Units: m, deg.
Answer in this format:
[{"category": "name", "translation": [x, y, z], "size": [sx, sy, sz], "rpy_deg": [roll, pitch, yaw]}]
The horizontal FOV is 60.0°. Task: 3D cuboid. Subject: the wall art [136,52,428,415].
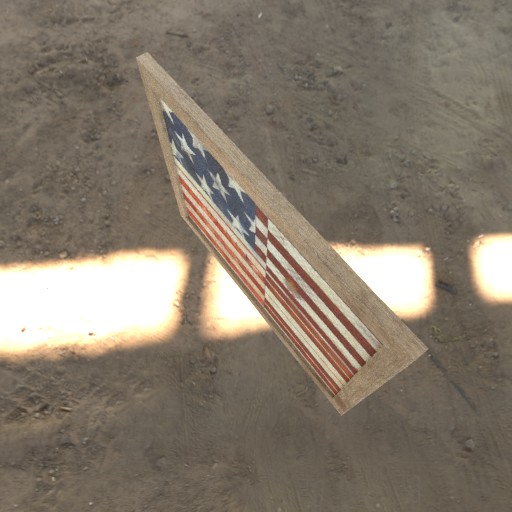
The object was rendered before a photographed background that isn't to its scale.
[{"category": "wall art", "translation": [0.000, 0.000, 0.921], "size": [0.026, 0.535, 0.690], "rpy_deg": [-34, 68, -16]}]
